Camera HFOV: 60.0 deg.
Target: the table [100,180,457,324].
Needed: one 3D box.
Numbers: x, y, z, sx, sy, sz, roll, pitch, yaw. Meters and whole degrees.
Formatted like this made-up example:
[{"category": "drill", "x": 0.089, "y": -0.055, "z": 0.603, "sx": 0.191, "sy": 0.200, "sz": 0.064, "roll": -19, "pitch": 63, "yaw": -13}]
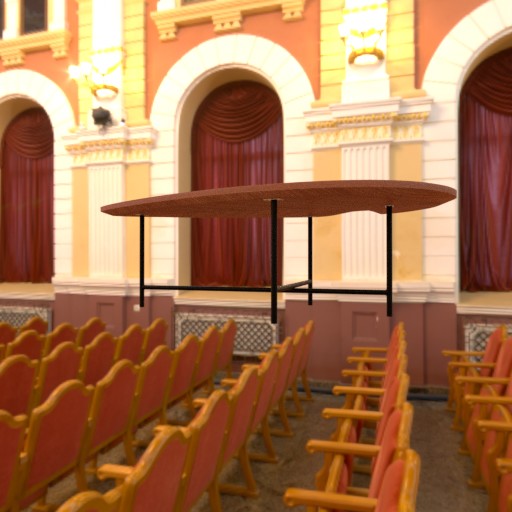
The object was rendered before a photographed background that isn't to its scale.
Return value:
[{"category": "table", "x": 0.000, "y": 0.000, "z": 1.442, "sx": 1.199, "sy": 0.360, "sz": 0.598, "roll": 0, "pitch": 0, "yaw": 18}]
